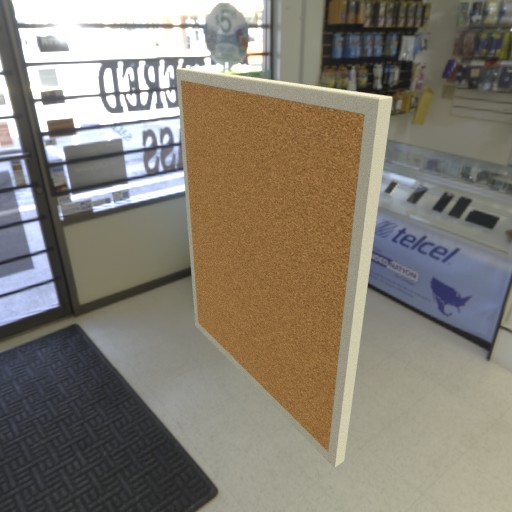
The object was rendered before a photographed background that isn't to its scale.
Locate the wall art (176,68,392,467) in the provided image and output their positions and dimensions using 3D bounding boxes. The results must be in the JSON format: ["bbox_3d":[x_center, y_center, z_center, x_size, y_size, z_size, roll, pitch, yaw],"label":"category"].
[{"bbox_3d":[0.000,0.000,0.720,0.020,0.536,0.444,-18,32,-31],"label":"wall art"}]
